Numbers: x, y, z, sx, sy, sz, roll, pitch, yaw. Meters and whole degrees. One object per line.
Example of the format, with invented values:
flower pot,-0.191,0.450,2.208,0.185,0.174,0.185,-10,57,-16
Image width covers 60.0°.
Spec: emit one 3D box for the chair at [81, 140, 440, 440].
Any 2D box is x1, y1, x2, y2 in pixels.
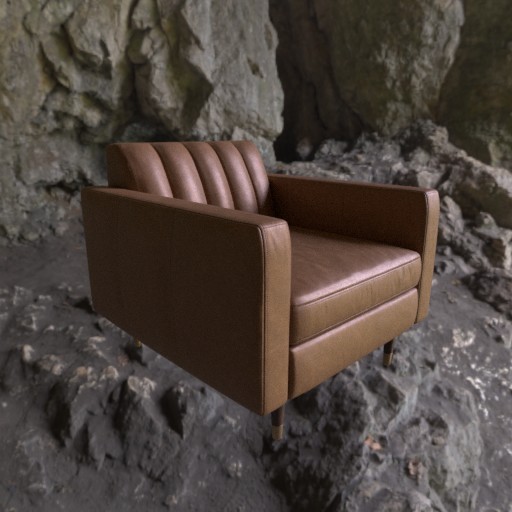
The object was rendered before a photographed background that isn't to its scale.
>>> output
chair,0.000,0.000,1.667,0.953,0.819,0.998,-15,22,-42
